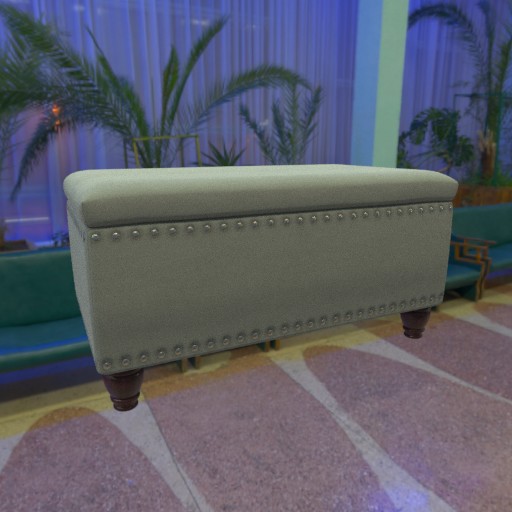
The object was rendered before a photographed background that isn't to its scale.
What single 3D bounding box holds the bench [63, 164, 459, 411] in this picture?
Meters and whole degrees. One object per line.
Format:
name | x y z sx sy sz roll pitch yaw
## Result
bench | 0.000 0.000 1.177 0.887 0.449 0.500 -7 16 -25
